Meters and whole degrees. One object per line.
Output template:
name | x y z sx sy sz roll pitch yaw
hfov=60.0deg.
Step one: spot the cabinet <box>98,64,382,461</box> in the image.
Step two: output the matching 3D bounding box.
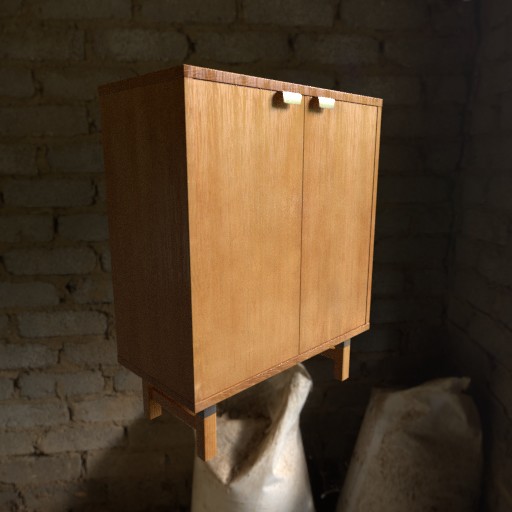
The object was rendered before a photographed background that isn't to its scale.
cabinet | 0.000 0.000 1.437 0.800 1.001 0.419 -12 17 -43
